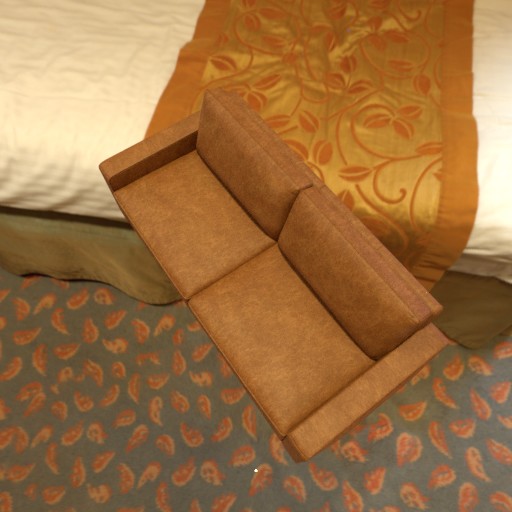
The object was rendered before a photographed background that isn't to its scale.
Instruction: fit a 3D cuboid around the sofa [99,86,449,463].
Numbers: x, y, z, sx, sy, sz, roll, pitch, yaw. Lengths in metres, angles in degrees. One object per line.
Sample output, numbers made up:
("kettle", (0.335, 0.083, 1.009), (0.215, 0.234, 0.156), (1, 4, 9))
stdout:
("sofa", (0.000, 0.000, 2.664), (0.991, 0.928, 2.156), (-33, 69, -15))
